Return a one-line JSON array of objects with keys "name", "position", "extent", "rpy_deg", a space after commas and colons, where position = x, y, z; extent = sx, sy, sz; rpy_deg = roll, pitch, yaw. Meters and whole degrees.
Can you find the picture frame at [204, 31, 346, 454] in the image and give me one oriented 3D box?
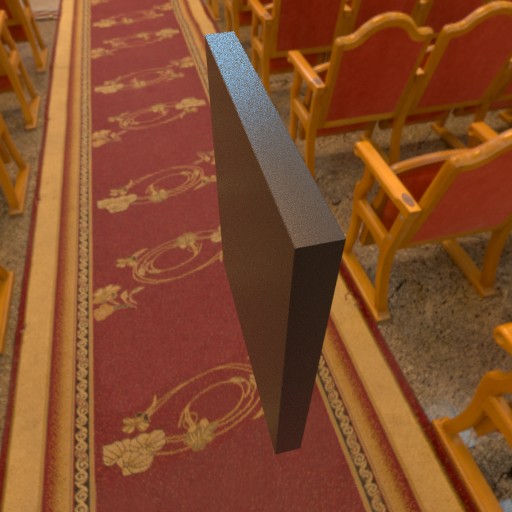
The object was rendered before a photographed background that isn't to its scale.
[{"name": "picture frame", "position": [0.000, 0.000, 0.521], "extent": [0.034, 0.378, 0.328], "rpy_deg": [-11, 49, -9]}]
